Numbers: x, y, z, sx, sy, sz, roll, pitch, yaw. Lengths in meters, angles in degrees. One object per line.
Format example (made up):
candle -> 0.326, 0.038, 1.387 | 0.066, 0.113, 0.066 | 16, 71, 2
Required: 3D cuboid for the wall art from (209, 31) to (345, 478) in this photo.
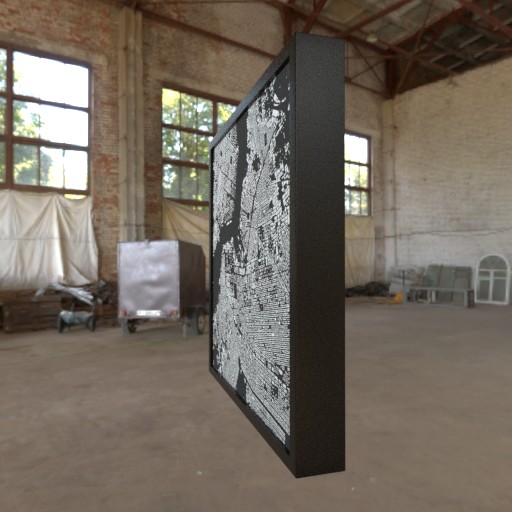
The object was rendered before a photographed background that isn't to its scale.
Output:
wall art -> 0.000, 0.000, 0.444 | 0.037, 0.299, 0.299 | 0, -1, -17
